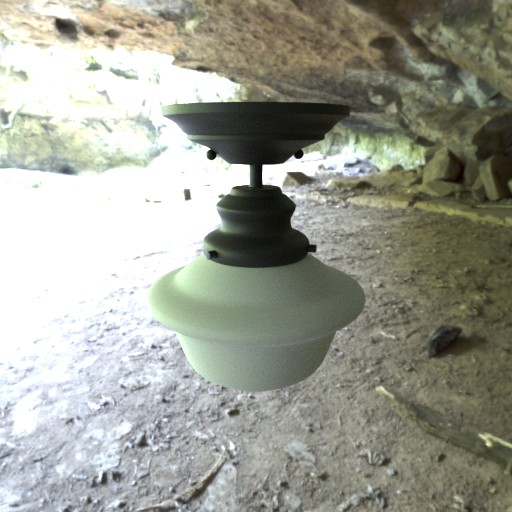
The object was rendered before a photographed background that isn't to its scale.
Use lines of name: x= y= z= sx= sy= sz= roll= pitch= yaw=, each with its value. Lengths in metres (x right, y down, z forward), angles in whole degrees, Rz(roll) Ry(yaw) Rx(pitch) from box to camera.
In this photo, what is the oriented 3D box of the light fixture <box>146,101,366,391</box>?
light fixture: x=0.000 y=0.000 z=0.399 sx=0.197 sy=0.254 sz=0.197 roll=0 pitch=16 yaw=0
